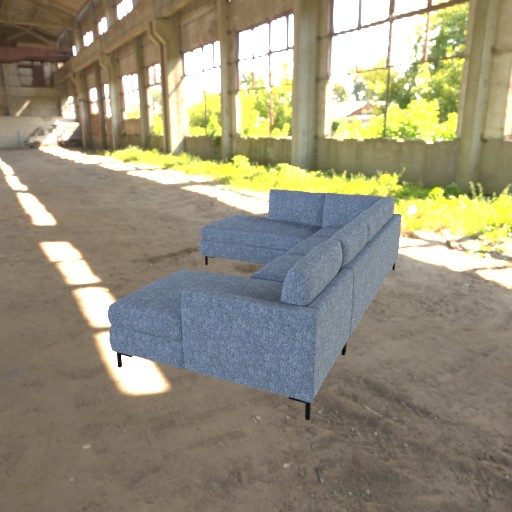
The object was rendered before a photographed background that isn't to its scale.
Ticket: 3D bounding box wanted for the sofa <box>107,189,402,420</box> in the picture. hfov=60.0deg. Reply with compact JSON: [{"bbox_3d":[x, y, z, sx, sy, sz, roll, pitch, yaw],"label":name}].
[{"bbox_3d":[0.000,0.000,3.582,1.879,0.756,2.737,8,18,24],"label":"sofa"}]
